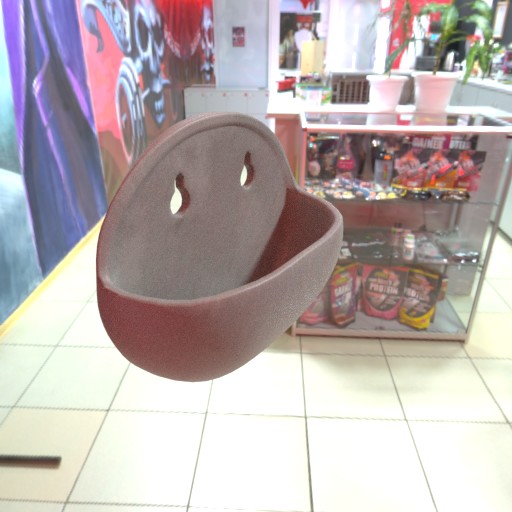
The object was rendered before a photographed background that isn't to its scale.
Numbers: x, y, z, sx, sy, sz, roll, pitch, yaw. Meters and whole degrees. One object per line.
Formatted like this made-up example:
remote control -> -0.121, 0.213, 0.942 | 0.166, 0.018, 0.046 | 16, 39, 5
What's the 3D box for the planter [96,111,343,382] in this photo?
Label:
planter -> 0.000, 0.000, 0.273 | 0.073, 0.164, 0.190 | 17, 31, 31
